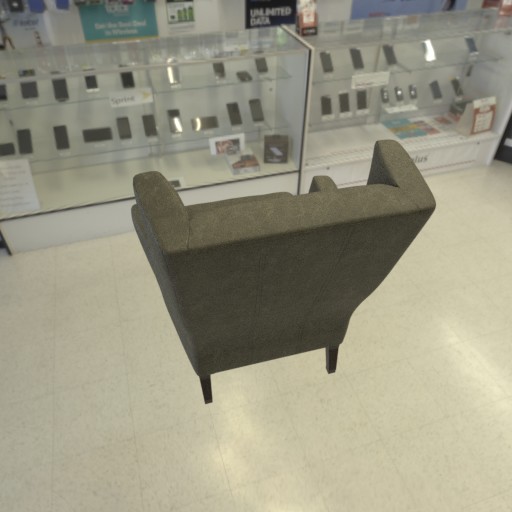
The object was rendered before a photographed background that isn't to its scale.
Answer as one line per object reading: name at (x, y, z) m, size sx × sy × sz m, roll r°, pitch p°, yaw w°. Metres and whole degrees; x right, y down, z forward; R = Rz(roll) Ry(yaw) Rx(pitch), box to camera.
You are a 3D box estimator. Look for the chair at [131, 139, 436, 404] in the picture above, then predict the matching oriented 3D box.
chair at (0.000, 0.000, 1.657) m, size 0.853 × 1.016 × 0.926 m, roll -10°, pitch 42°, yaw -11°
